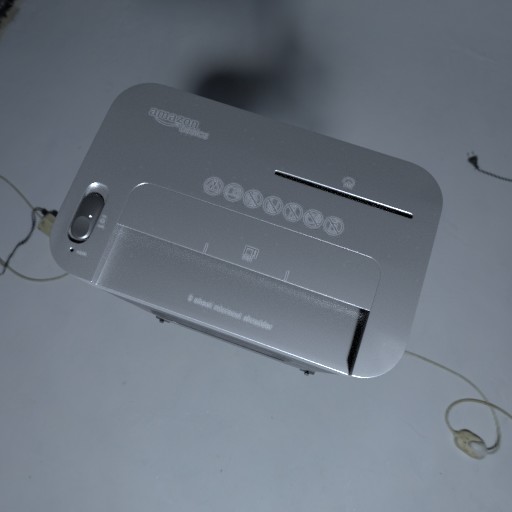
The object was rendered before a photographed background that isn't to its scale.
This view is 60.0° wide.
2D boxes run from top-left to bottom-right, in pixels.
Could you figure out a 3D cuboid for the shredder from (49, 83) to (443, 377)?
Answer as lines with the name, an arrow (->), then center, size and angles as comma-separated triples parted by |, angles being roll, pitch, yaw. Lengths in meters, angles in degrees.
shredder -> 0.000, 0.000, 0.584 | 0.311, 0.419, 0.237 | 19, 76, 5
